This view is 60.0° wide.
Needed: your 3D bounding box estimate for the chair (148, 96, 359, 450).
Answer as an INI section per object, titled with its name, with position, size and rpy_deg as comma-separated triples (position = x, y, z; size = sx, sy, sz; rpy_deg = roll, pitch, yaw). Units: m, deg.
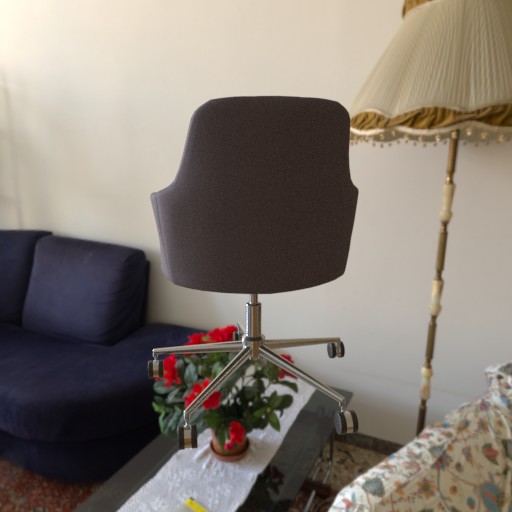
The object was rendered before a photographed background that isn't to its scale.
[chair]
position = 0.000, 0.000, 1.273
size = 0.655, 0.820, 0.600
rpy_deg = -3, 15, -10
